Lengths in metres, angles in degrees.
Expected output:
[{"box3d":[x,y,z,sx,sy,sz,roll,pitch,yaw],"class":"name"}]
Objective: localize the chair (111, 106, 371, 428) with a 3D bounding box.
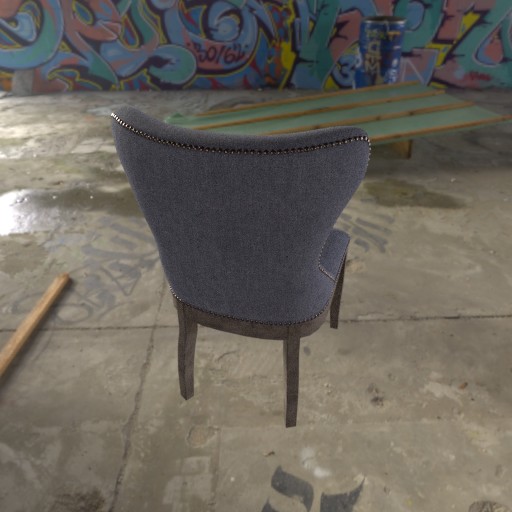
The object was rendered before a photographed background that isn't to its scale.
[{"box3d":[0.000,0.000,1.455,0.654,1.002,0.681,10,33,15],"class":"chair"}]
